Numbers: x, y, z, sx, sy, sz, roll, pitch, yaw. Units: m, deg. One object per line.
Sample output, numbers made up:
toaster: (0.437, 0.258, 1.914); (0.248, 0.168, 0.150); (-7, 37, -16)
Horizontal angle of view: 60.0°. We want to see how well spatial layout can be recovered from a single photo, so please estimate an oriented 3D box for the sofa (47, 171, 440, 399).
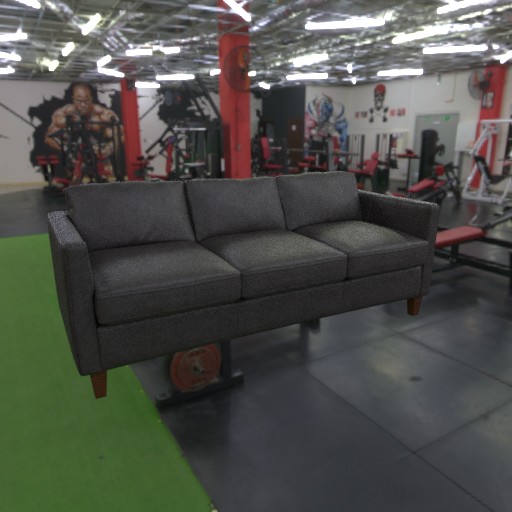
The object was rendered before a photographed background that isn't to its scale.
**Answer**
sofa: (0.000, 0.000, 2.998); (2.464, 1.006, 1.045); (-8, 18, -27)
